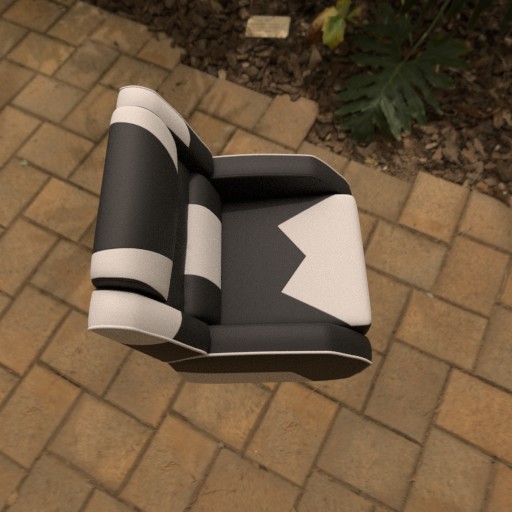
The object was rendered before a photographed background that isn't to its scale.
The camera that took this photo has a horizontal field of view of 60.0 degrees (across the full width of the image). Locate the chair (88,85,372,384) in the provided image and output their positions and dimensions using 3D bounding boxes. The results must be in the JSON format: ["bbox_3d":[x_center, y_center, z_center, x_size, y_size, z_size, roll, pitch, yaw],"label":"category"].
[{"bbox_3d":[0.000,0.000,1.296,0.672,0.805,0.620,-1,66,-1],"label":"chair"}]
